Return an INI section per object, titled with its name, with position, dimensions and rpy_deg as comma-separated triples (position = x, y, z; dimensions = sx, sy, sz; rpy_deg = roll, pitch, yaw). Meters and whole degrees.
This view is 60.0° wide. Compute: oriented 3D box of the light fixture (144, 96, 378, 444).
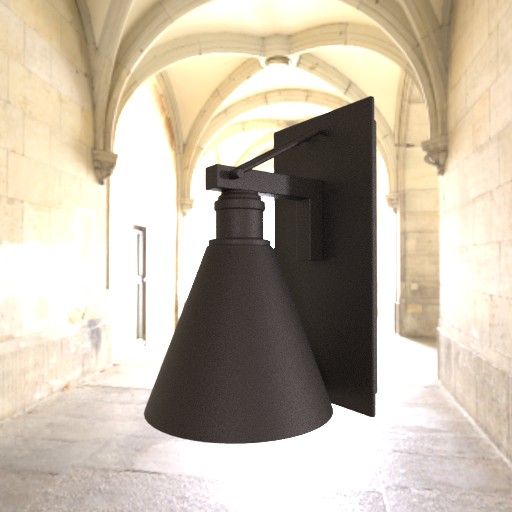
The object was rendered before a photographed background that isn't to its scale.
[light fixture]
position = 0.000, 0.000, 0.420
dimensions = 0.207, 0.298, 0.170
rpy_deg = 1, -1, -36
